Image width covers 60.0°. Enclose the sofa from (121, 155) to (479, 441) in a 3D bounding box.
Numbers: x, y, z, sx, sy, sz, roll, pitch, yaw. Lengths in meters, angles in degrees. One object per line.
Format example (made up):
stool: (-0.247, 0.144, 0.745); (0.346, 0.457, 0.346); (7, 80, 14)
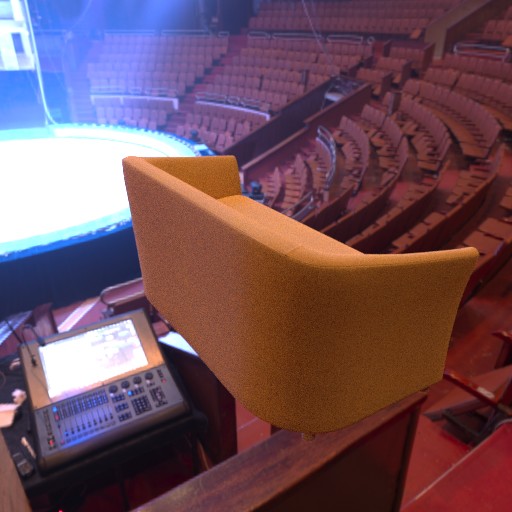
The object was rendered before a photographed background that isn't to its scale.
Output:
sofa: (0.000, 0.000, 1.822); (0.705, 0.721, 1.452); (-17, 31, -31)
